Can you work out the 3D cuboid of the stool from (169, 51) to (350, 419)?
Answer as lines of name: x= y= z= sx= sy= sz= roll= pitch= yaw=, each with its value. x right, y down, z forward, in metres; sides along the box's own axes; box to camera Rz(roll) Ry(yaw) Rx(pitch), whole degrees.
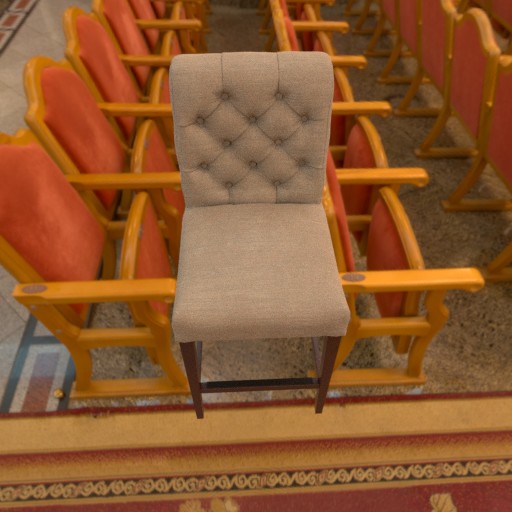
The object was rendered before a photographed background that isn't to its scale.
stool: x=0.000 y=0.000 z=1.466 sx=0.486 sy=1.084 sz=0.660 roll=-2 pitch=47 yaw=-2
